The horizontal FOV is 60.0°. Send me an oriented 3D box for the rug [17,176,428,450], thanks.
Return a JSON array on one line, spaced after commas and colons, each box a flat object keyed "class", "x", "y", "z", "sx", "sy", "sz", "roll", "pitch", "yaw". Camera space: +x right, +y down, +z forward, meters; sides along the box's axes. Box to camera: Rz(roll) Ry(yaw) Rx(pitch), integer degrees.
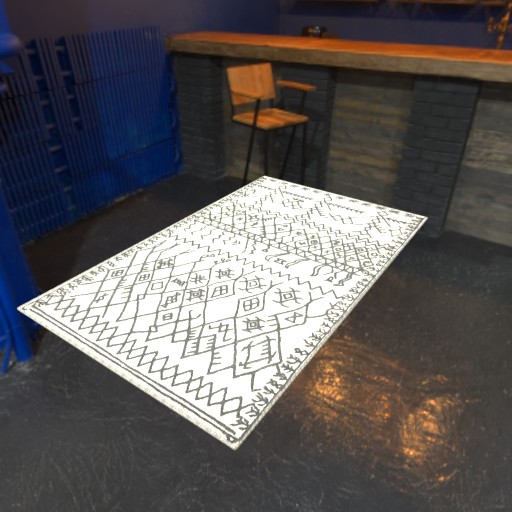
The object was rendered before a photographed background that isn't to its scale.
[{"class": "rug", "x": 0.000, "y": 0.000, "z": 2.937, "sx": 1.526, "sy": 0.012, "sz": 2.444, "roll": 20, "pitch": 37, "yaw": 29}]
